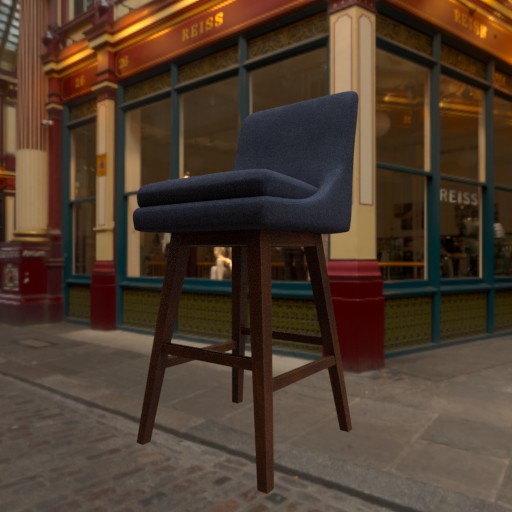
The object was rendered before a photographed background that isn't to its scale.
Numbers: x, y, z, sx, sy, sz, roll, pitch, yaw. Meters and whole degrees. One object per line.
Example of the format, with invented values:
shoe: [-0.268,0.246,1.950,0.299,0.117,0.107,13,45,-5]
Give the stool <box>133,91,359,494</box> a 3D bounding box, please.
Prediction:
stool: [0.000,0.000,1.351,0.489,1.068,0.572,0,0,36]
